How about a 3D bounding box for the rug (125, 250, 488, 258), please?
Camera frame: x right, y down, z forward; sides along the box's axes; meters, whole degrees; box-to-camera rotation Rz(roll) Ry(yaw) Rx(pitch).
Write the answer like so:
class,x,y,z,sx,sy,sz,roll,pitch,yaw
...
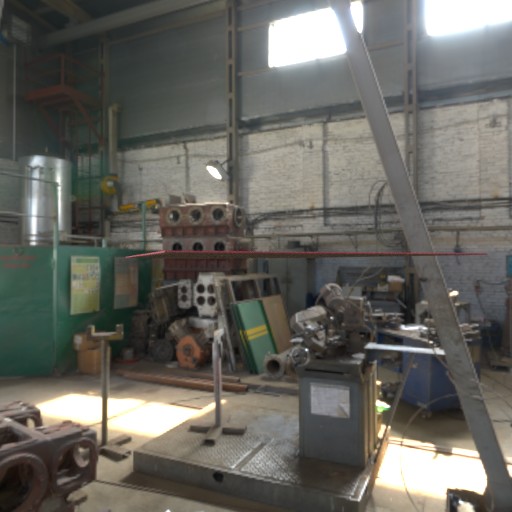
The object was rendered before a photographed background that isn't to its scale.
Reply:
class,x,y,z,sx,sy,sz,roll,pitch,yaw
rug,0.000,0.000,2.322,1.209,0.008,1.814,0,-1,-20
